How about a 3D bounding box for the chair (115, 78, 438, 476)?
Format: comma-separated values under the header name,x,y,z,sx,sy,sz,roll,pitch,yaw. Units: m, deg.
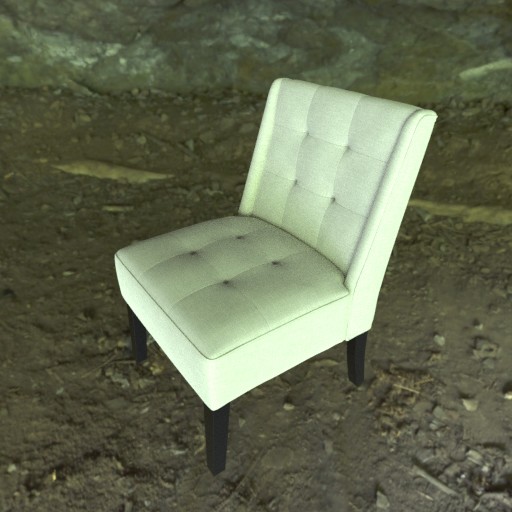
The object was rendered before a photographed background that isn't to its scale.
name,x,y,z,sx,sy,sz,roll,pitch,yaw
chair,0.000,0.000,1.281,0.676,0.853,0.569,-20,37,-30
